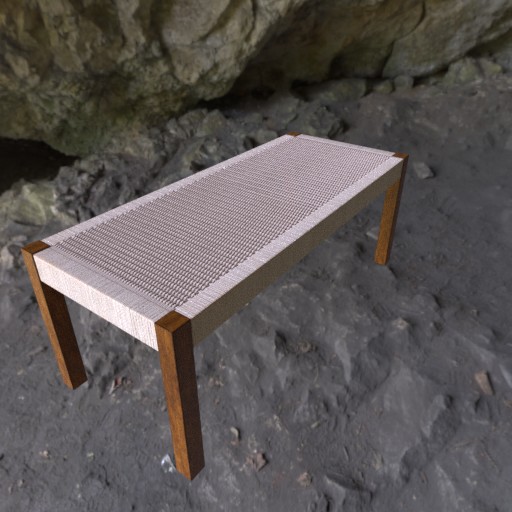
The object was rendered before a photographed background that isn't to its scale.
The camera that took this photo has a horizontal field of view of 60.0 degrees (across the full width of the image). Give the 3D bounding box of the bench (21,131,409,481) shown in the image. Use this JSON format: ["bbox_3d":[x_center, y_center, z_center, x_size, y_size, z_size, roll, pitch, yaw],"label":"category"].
[{"bbox_3d":[0.000,0.000,1.453,0.507,0.457,1.198,21,37,30],"label":"bench"}]
